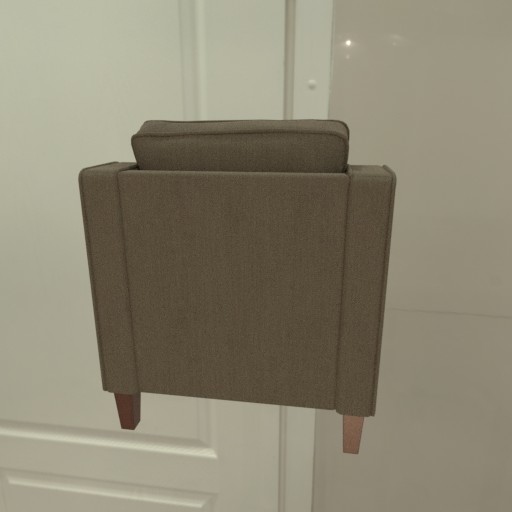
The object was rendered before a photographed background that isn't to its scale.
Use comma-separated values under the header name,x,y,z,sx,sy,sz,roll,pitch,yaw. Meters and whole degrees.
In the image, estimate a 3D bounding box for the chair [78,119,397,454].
name,x,y,z,sx,sy,sz,roll,pitch,yaw
chair,0.000,0.000,1.644,0.831,0.960,0.909,3,16,9
